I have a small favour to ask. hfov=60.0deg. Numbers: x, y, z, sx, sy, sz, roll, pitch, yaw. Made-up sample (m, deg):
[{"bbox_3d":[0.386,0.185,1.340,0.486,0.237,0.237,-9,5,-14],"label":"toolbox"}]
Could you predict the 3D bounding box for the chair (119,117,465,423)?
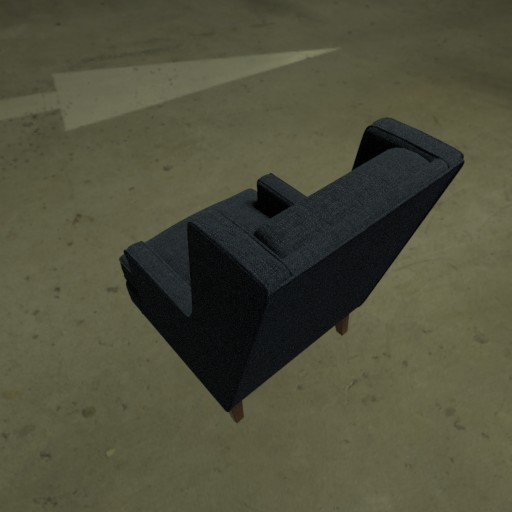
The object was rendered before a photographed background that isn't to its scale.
[{"bbox_3d":[0.000,0.000,1.698,0.764,1.072,0.947,-32,54,-27],"label":"chair"}]
